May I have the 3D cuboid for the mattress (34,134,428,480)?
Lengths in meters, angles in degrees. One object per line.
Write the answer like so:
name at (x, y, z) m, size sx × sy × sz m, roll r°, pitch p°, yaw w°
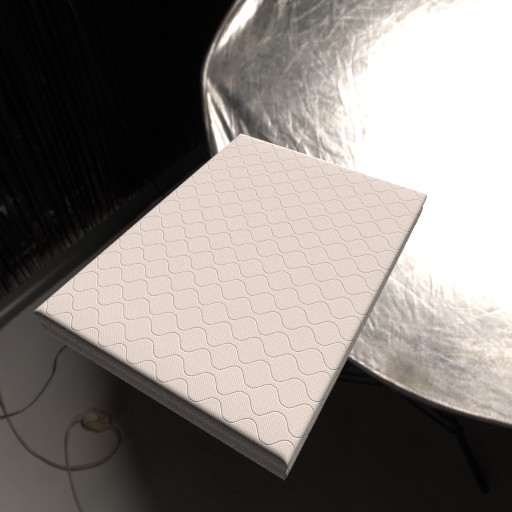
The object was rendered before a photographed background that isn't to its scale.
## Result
mattress at (0.000, 0.000, 2.528) m, size 1.400 × 0.200 × 1.900 m, roll 23°, pitch 51°, yaw 21°
